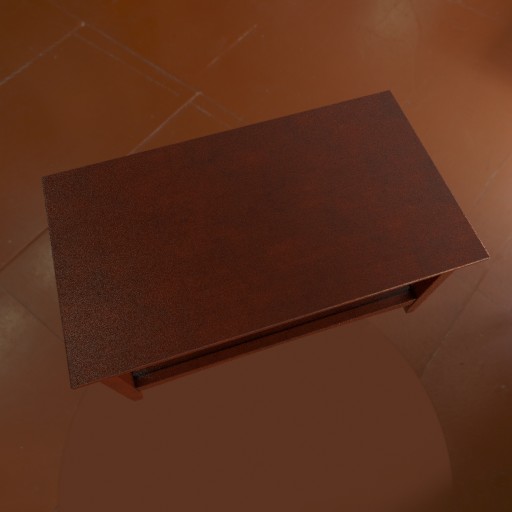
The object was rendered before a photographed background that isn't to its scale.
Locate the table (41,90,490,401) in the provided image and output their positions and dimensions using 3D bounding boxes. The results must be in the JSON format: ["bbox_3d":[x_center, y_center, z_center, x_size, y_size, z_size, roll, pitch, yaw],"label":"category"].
[{"bbox_3d":[0.000,0.000,1.252,0.943,0.456,0.533,-16,66,-7],"label":"table"}]
